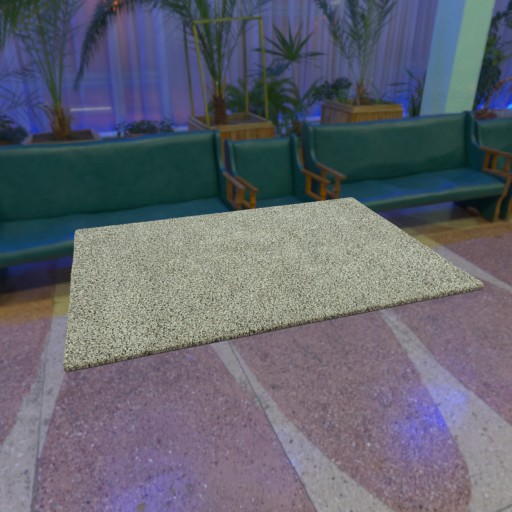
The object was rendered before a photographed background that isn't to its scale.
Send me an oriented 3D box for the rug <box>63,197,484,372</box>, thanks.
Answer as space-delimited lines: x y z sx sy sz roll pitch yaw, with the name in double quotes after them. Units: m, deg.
0.000 0.000 2.264 1.778 0.030 1.219 -8 28 -16 "rug"
